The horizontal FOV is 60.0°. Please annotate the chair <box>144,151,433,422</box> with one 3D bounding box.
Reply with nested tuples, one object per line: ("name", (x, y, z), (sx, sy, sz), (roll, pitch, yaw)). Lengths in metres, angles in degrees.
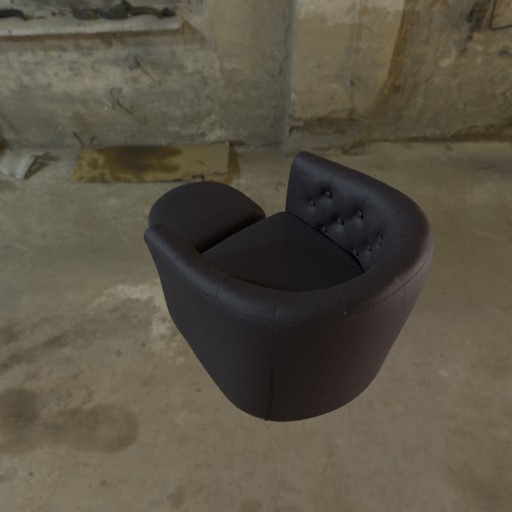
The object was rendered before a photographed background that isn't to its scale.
("chair", (0.000, 0.000, 1.679), (0.763, 0.760, 1.191), (-31, 54, -26))
